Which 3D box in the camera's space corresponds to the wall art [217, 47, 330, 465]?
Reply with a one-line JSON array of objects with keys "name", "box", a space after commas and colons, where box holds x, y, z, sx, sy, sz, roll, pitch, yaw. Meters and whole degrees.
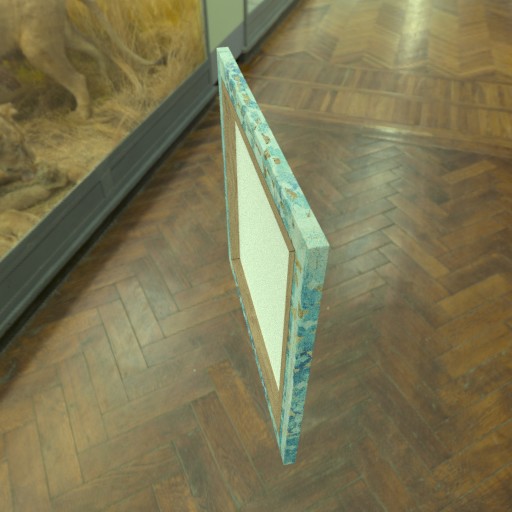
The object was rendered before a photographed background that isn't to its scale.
[{"name": "wall art", "box": [0.000, 0.000, 1.360, 0.040, 0.916, 0.916, -9, 45, -9]}]
